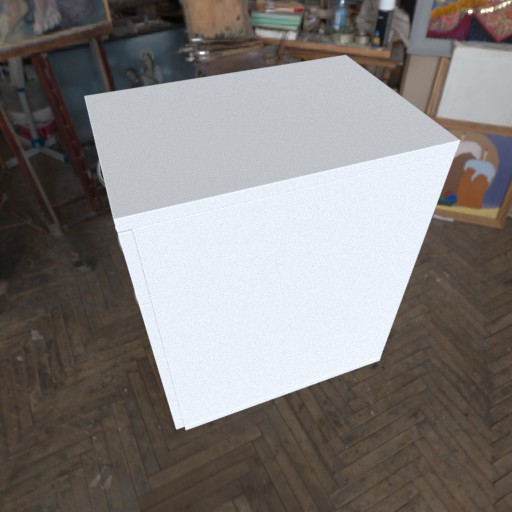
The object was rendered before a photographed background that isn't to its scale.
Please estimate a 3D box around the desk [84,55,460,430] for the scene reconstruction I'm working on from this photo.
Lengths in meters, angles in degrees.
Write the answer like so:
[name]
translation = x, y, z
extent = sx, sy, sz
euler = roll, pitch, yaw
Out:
[desk]
translation = 0.000, 0.000, 1.079
extent = 0.600, 0.730, 0.404
euler = -15, 47, -15
